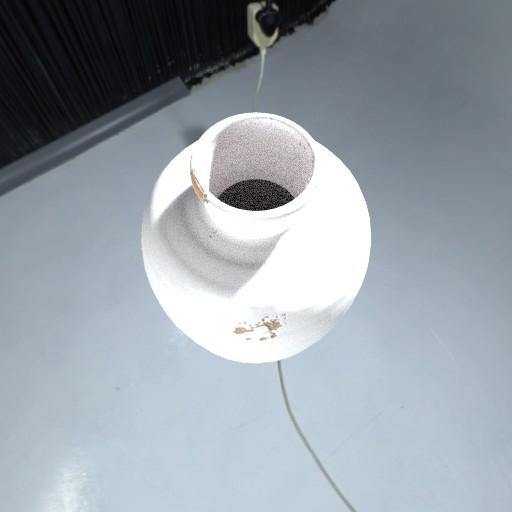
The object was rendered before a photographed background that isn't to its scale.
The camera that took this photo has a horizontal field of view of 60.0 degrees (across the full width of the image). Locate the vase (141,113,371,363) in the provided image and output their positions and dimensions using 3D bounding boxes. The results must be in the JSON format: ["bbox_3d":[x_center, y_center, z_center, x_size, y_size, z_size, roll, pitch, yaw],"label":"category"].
[{"bbox_3d":[0.000,0.000,0.337,0.158,0.228,0.158,0,64,0],"label":"vase"}]
